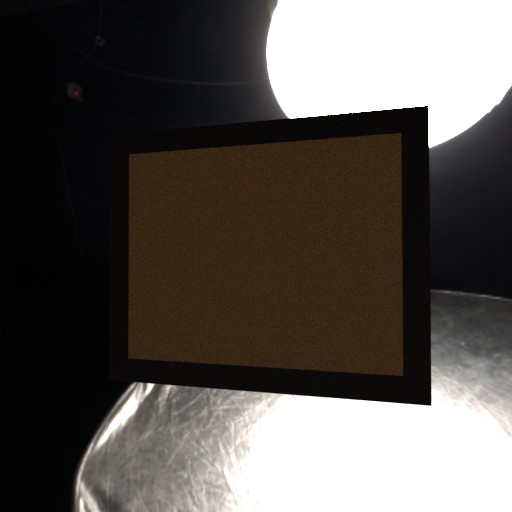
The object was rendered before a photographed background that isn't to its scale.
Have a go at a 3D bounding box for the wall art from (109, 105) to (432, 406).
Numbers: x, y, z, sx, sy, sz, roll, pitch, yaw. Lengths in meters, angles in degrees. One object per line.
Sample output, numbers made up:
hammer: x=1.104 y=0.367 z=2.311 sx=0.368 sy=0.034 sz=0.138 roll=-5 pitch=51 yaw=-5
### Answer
wall art: x=0.000 y=0.000 z=0.766 sx=0.561 sy=0.460 sz=0.028 roll=0 pitch=-1 yaw=16
